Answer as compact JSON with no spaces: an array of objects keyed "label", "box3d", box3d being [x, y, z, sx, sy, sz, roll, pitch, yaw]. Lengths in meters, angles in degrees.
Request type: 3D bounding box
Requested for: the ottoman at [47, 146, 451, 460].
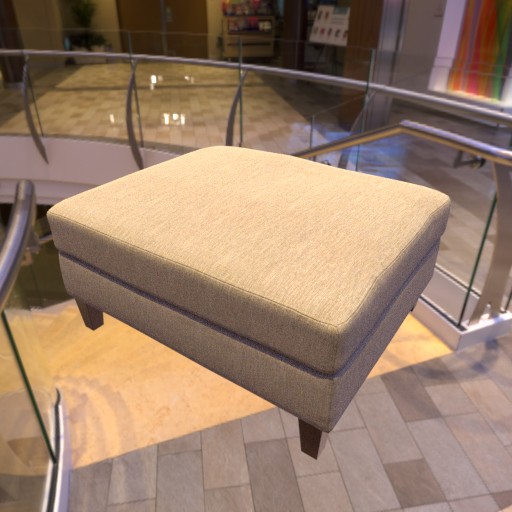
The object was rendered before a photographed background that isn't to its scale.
[{"label":"ottoman","box3d":[0.000,0.000,1.451,0.976,0.492,0.836,19,35,30]}]
